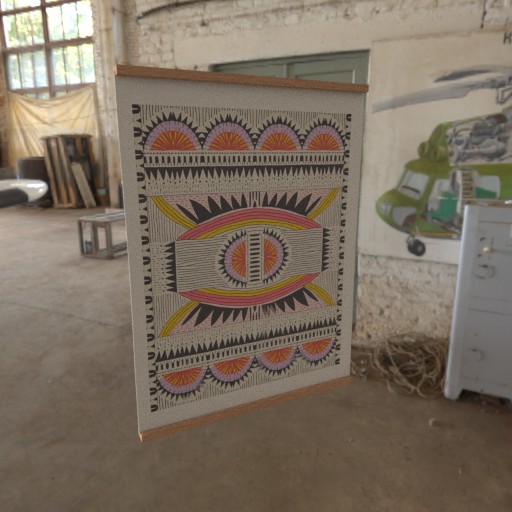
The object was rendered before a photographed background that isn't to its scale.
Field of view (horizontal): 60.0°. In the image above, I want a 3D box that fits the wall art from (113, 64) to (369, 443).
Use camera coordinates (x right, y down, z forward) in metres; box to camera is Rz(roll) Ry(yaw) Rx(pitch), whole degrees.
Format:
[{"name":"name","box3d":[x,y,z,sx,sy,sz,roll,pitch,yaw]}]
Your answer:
[{"name":"wall art","box3d":[0.000,0.000,0.805,0.456,0.609,0.028,-7,15,-26]}]
